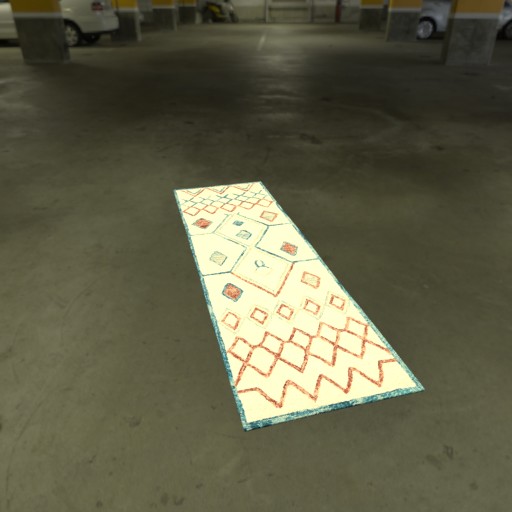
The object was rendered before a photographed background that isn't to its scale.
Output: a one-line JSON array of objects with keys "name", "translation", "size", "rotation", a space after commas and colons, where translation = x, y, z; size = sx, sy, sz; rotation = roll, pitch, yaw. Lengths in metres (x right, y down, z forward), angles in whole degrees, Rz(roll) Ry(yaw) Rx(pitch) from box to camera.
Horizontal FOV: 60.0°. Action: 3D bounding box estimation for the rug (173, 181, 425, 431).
[{"name": "rug", "translation": [0.000, 0.000, 2.711], "size": [0.750, 0.011, 2.435], "rotation": [-8, 31, -13]}]
